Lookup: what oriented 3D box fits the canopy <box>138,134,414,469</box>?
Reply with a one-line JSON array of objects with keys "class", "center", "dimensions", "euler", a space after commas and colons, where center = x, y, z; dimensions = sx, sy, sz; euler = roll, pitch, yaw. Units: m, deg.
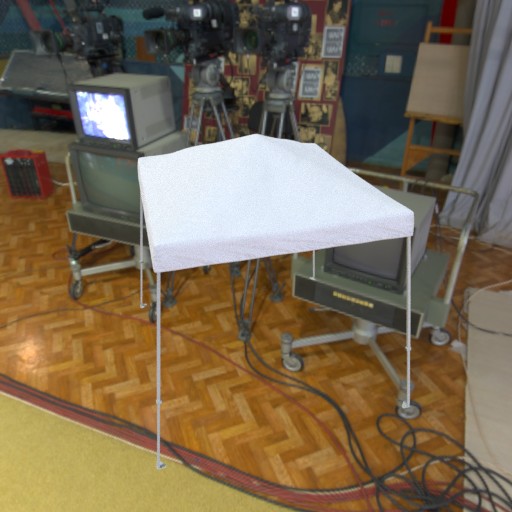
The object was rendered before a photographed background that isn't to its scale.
[{"class": "canopy", "center": [0.000, 0.000, 5.200], "dimensions": [2.849, 2.850, 2.850], "euler": [-8, 31, -14]}]
